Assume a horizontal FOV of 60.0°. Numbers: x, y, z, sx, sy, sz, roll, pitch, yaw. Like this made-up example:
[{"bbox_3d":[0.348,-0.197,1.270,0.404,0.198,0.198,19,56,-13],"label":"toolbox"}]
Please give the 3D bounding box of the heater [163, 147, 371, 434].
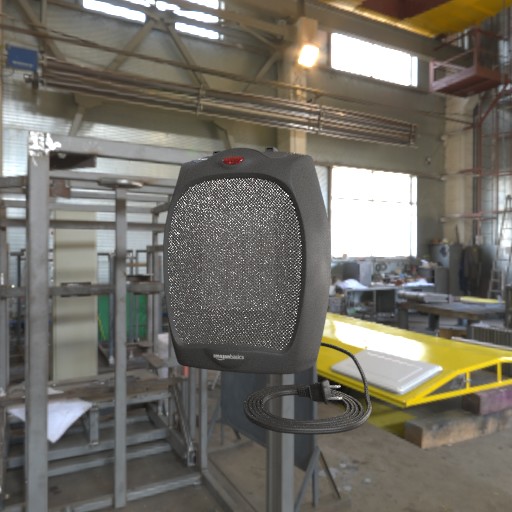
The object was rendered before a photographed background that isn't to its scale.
[{"bbox_3d":[0.000,0.000,0.456,0.239,0.240,0.291,0,1,17],"label":"heater"}]
